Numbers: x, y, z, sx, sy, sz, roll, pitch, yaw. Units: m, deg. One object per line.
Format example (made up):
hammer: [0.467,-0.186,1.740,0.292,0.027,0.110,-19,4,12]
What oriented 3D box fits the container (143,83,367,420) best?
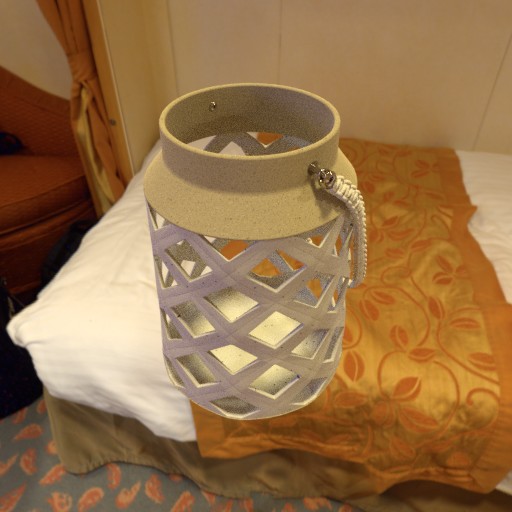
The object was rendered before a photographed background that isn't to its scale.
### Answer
container: [0.000,0.000,0.396,0.198,0.264,0.188,-25,47,-26]
